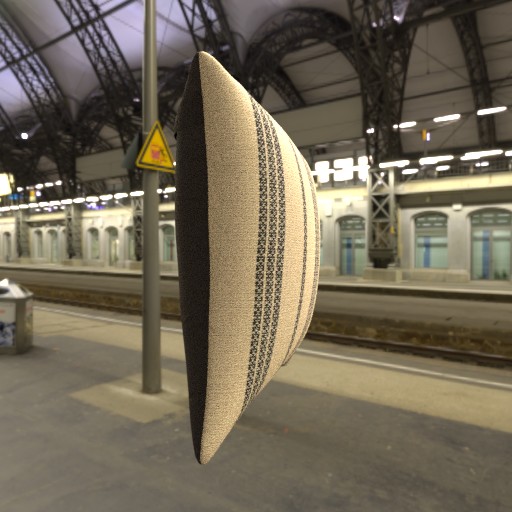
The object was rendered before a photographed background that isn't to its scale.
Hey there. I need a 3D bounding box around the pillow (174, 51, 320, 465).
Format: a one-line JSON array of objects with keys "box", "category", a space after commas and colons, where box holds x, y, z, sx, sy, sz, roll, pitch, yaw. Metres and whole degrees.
[{"box": [0.000, 0.000, 0.622, 0.173, 0.406, 0.405, 0, 1, 16], "category": "pillow"}]
